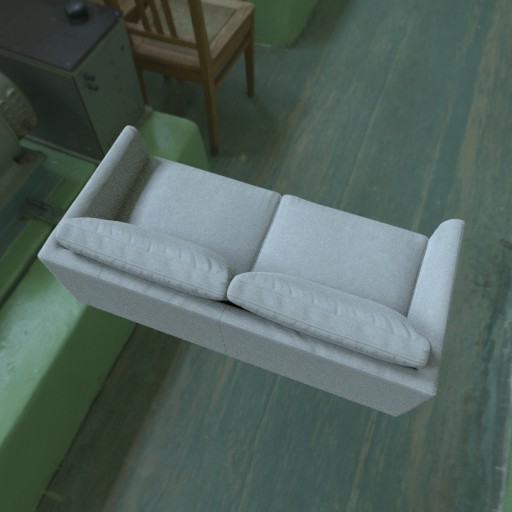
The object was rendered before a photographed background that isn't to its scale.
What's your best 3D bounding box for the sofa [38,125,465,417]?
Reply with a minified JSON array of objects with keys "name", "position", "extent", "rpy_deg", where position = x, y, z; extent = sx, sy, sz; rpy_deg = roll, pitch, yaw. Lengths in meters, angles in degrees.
[{"name":"sofa","position":[0.000,0.000,2.736],"extent":[2.588,0.838,1.090],"rpy_deg":[18,63,9]}]
